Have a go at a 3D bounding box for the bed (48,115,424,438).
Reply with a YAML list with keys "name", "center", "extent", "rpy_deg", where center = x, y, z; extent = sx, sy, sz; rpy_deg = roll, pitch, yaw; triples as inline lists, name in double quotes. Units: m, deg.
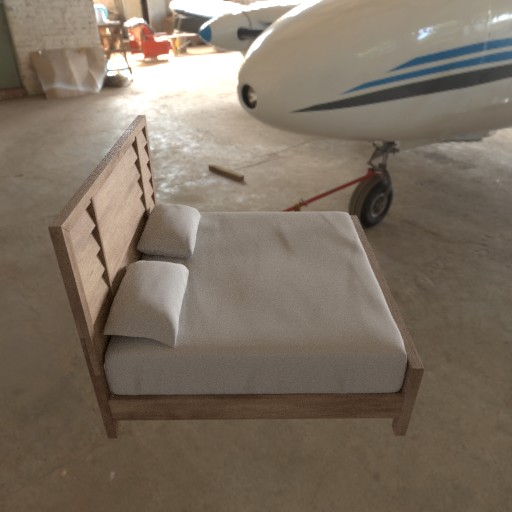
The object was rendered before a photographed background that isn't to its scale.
- name: "bed"
  center: [0.000, 0.000, 3.431]
  extent: [2.032, 1.626, 2.032]
  rpy_deg: [0, 32, -1]
